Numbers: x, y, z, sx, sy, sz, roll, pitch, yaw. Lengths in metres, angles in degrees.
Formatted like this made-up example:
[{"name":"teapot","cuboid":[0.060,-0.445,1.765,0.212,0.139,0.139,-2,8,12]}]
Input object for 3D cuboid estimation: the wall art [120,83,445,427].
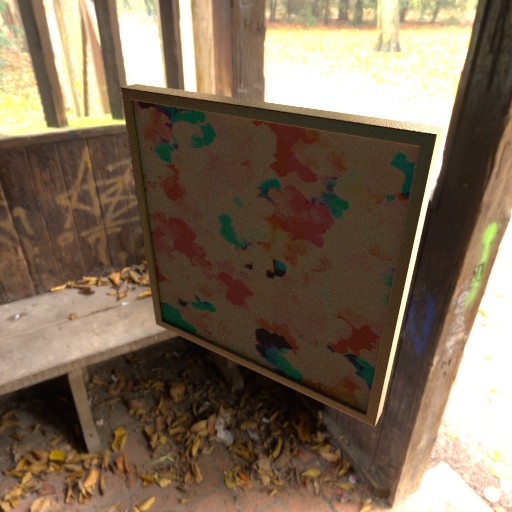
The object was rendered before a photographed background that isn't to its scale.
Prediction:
[{"name":"wall art","cuboid":[0.000,0.000,0.765,0.510,0.509,0.037,18,36,27]}]
